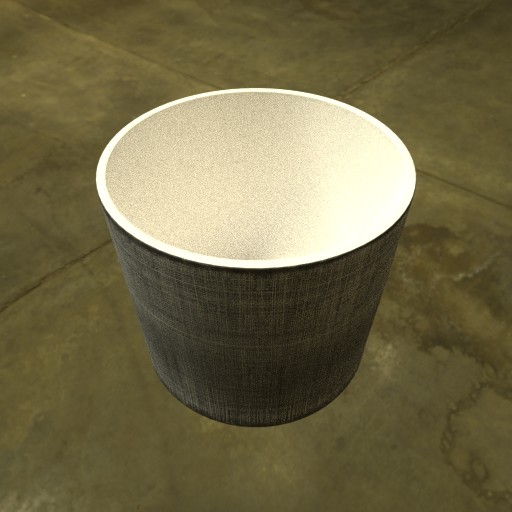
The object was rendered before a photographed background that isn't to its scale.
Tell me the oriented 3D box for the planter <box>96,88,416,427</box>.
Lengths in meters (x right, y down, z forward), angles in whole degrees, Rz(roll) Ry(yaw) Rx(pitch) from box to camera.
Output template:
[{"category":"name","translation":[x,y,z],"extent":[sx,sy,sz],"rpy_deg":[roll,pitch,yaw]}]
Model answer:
[{"category":"planter","translation":[0.000,0.000,0.385],"extent":[0.221,0.201,0.221],"rpy_deg":[0,45,0]}]
